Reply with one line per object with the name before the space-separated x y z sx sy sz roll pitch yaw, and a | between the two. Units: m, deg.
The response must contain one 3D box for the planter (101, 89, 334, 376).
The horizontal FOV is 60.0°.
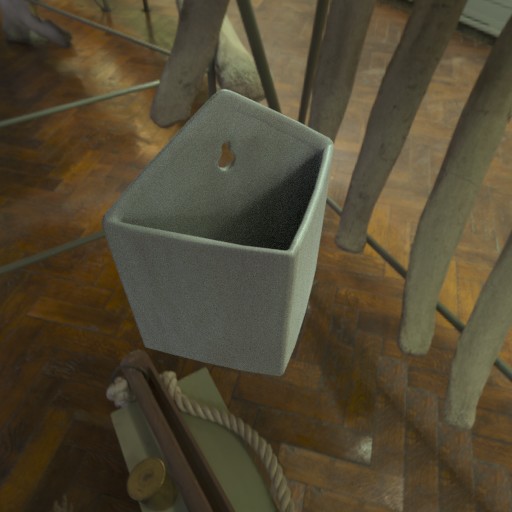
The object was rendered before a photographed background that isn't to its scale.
planter | 0.000 0.000 0.286 0.163 0.194 0.080 -23 52 -19
